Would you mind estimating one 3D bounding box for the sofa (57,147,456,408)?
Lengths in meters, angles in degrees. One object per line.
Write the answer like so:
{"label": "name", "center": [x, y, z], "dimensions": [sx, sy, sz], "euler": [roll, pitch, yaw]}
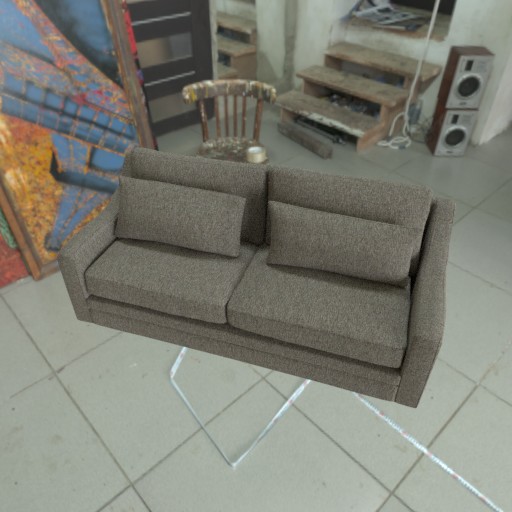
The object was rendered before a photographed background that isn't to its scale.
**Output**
{"label": "sofa", "center": [0.000, 0.000, 2.996], "dimensions": [2.418, 0.998, 1.103], "euler": [11, 41, 13]}
